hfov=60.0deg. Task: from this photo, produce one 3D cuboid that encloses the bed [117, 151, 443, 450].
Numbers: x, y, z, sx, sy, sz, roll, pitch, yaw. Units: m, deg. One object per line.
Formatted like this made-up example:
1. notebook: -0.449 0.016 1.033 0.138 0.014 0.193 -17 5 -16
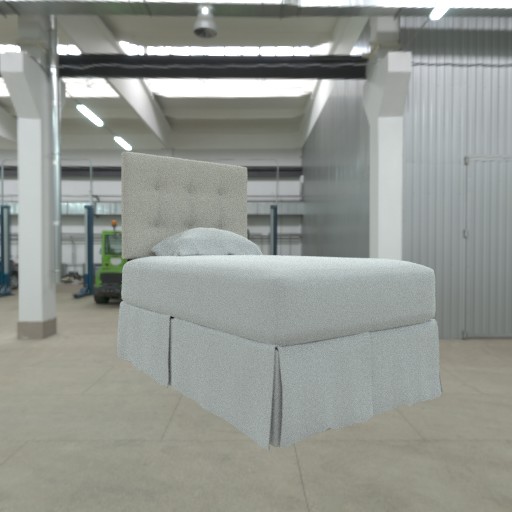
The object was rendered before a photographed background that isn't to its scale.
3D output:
1. bed: 0.000 0.000 2.936 1.261 1.571 1.997 -1 1 -36
